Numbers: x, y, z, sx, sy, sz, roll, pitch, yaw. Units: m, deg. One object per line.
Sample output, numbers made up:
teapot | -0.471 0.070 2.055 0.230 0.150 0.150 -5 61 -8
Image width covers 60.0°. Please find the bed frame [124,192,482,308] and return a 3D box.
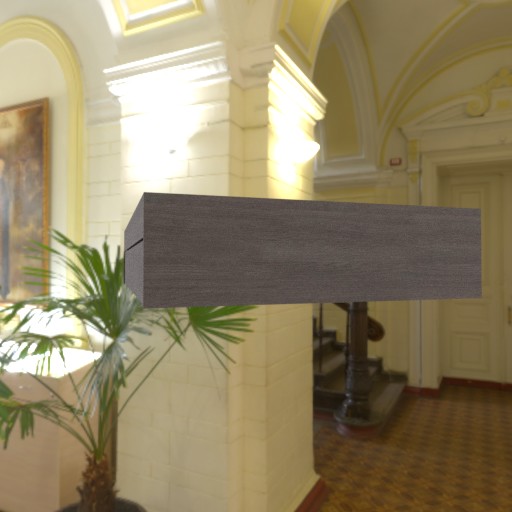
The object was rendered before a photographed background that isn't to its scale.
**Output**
bed frame | 0.000 0.000 2.648 1.448 0.459 1.944 0 -1 -18
